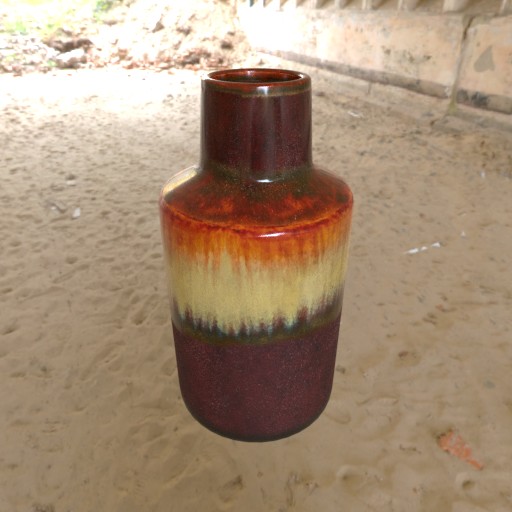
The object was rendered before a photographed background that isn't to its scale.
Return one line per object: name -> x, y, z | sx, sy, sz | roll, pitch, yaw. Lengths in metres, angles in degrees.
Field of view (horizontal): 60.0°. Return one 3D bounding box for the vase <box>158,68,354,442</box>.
vase -> 0.000, 0.000, 0.267 | 0.108, 0.204, 0.108 | 0, 30, 0
